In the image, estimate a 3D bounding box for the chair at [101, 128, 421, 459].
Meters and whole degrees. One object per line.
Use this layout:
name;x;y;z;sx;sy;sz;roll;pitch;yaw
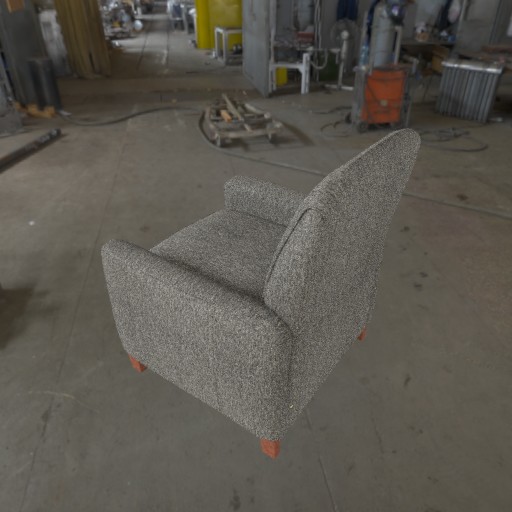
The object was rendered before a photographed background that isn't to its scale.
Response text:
chair;0.000;0.000;1.670;0.864;1.014;0.848;21;38;29
